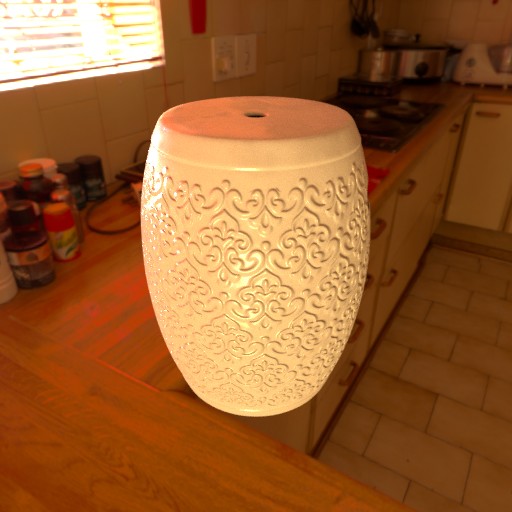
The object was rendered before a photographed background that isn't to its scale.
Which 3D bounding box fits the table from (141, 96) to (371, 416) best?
[{"bbox_3d":[0.000,0.000,0.631,0.309,0.397,0.309,0,30,0],"label":"table"}]
